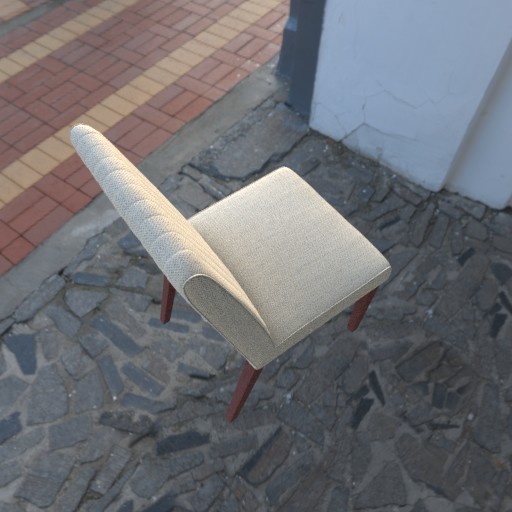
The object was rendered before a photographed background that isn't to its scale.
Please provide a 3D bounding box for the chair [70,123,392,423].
[{"bbox_3d":[0.000,0.000,1.191,0.594,0.900,0.480,-31,62,-19],"label":"chair"}]
